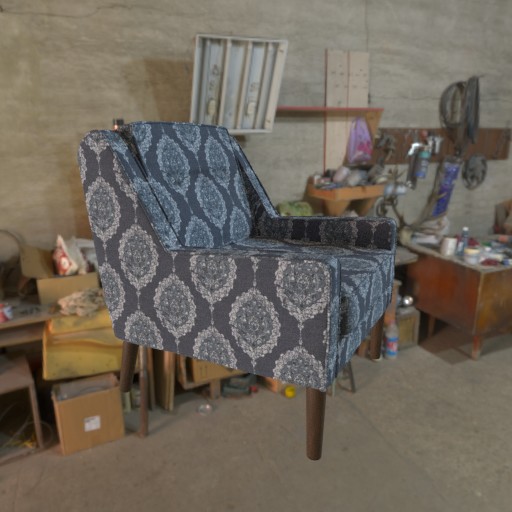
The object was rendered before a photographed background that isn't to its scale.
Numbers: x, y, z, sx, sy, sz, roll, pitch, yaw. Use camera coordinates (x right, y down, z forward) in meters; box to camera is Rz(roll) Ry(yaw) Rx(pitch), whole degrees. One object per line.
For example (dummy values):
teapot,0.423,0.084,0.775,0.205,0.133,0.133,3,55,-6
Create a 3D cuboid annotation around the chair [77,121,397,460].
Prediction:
chair,0.000,0.000,1.352,0.743,0.792,0.663,8,16,28
